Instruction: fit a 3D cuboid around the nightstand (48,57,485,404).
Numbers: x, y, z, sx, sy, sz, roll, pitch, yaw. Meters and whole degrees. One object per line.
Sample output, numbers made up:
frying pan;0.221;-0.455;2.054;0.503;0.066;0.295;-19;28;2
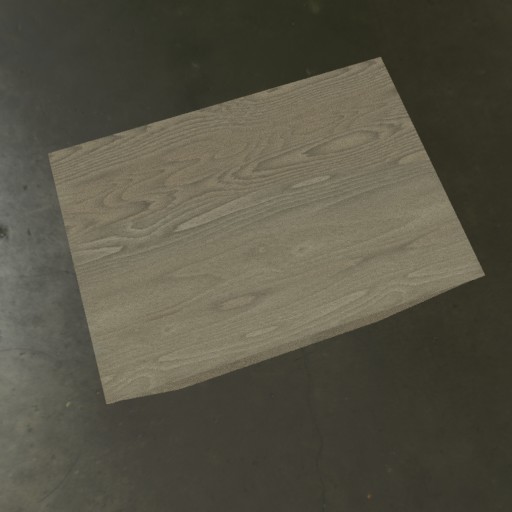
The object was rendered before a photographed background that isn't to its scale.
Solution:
nightstand;0.000;0.000;0.749;0.442;0.461;0.325;-18;76;-5
